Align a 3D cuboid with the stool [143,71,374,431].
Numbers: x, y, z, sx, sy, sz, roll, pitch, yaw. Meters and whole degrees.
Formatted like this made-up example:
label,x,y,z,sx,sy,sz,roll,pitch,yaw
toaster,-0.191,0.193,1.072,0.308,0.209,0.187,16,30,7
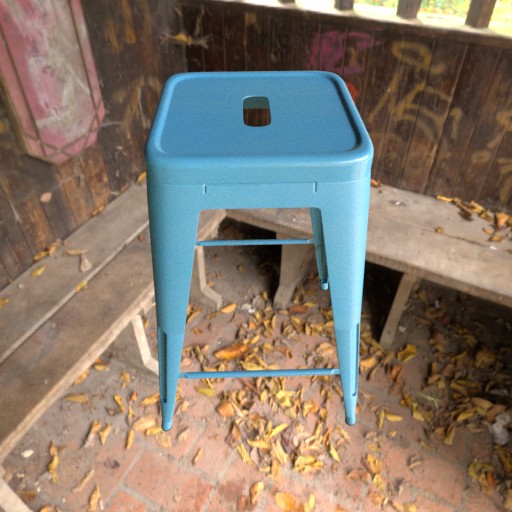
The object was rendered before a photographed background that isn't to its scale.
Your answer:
label,x,y,z,sx,sy,sz,roll,pitch,yaw
stool,0.000,0.000,0.872,0.410,0.608,0.410,-1,43,-1
